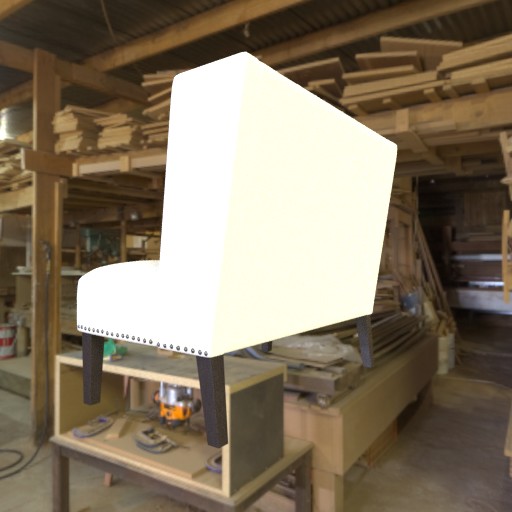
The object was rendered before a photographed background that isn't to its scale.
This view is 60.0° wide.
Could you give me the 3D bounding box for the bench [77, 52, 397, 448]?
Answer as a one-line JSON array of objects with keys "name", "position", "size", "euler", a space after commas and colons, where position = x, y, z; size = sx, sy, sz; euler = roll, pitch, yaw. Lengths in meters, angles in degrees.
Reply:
[{"name": "bench", "position": [0.000, 0.000, 1.961], "size": [0.847, 1.123, 1.280], "euler": [0, 0, 36]}]
